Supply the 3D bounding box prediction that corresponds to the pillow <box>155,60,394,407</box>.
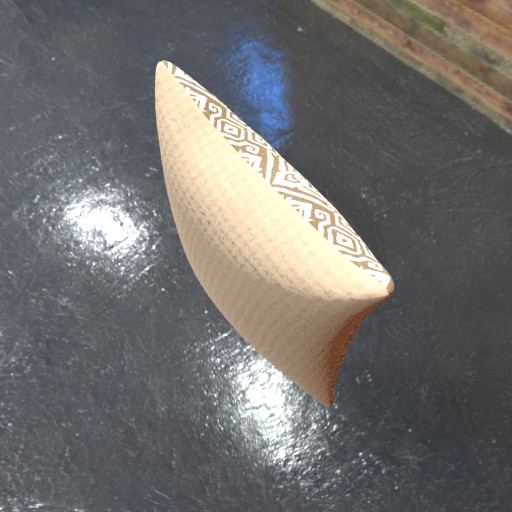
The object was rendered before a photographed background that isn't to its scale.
[{"bbox_3d":[0.000,0.000,0.650,0.173,0.407,0.419,-32,64,-18],"label":"pillow"}]
